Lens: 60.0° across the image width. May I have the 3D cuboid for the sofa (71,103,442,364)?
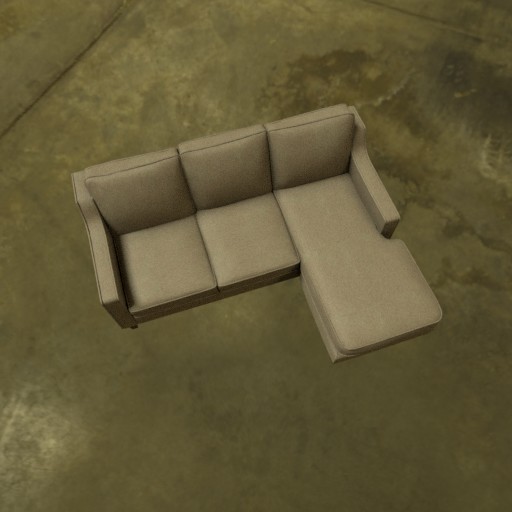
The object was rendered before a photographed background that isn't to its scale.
[{"bbox_3d":[0.000,0.000,3.396,2.317,1.081,1.858,-16,64,-8],"label":"sofa"}]
